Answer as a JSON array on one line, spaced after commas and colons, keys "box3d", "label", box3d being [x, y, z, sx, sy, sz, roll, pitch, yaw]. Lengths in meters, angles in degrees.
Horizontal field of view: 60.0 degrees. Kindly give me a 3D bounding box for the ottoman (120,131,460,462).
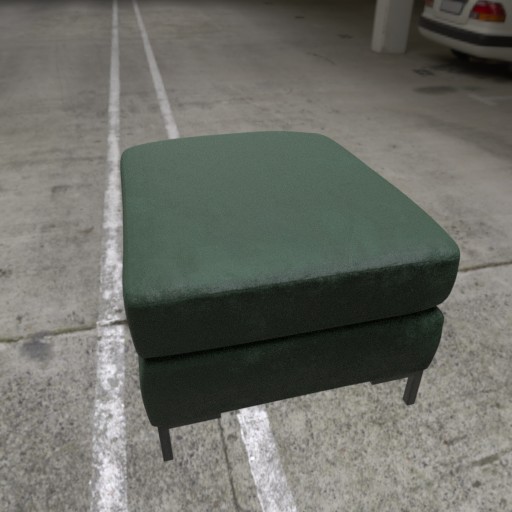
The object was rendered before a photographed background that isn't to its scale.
[{"box3d": [0.000, 0.000, 1.282, 0.701, 0.538, 0.839, -8, 33, -12], "label": "ottoman"}]
